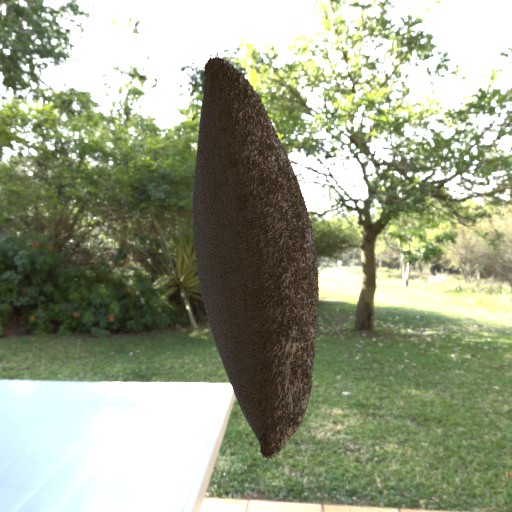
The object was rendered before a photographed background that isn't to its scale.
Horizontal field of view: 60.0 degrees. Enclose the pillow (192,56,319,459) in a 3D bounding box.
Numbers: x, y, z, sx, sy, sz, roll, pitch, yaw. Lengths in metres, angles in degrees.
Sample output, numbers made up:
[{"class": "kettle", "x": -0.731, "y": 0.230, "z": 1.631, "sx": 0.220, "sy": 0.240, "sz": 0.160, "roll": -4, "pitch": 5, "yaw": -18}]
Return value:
[{"class": "pillow", "x": 0.000, "y": 0.000, "z": 0.814, "sx": 0.218, "sy": 0.515, "sz": 0.529, "roll": 0, "pitch": 1, "yaw": -1}]
